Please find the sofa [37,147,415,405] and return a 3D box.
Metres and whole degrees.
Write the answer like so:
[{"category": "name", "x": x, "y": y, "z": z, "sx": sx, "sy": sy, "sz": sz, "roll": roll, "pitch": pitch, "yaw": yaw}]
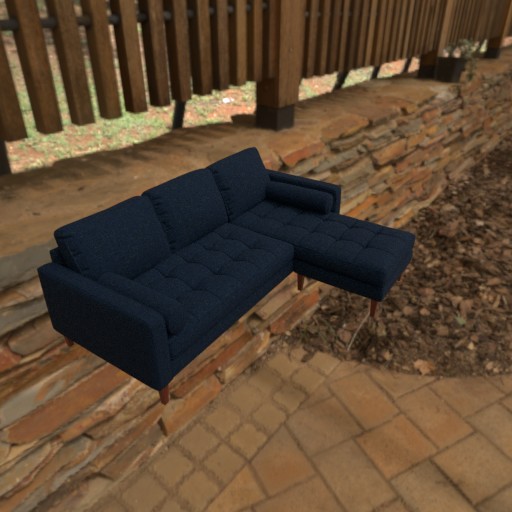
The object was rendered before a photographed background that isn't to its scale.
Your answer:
[{"category": "sofa", "x": 0.000, "y": 0.000, "z": 3.006, "sx": 1.613, "sy": 0.841, "sz": 2.185, "roll": 19, "pitch": 35, "yaw": 29}]
